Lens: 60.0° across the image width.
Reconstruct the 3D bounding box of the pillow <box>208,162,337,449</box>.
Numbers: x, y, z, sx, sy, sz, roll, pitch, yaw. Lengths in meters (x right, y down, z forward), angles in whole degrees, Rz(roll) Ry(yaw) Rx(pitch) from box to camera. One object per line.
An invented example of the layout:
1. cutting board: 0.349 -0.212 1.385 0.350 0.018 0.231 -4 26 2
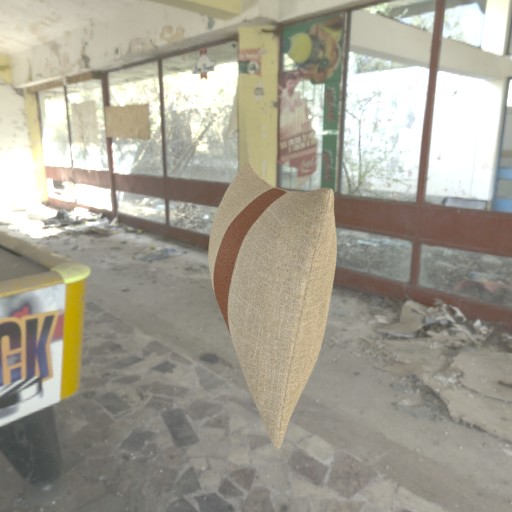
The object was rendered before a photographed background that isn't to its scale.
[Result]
1. pillow: 0.000 0.000 0.737 0.155 0.282 0.612 -2 14 -8
